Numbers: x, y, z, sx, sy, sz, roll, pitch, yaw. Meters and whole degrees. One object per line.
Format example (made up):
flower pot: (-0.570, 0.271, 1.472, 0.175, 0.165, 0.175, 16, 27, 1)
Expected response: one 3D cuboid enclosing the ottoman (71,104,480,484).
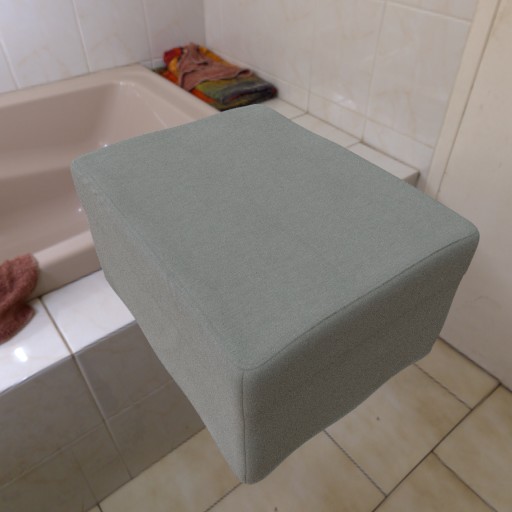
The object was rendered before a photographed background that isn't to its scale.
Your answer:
ottoman: (0.000, 0.000, 1.201, 0.648, 0.461, 0.833, -26, 48, -26)
